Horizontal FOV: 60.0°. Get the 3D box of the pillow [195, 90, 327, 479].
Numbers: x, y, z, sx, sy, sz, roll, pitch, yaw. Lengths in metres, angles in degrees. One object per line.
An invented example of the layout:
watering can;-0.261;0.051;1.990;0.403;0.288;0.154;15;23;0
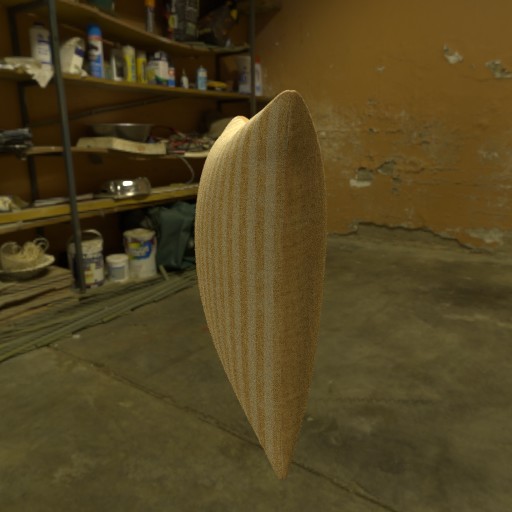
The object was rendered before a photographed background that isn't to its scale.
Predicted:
pillow;0.000;0.000;0.638;0.173;0.407;0.419;-2;15;-8
